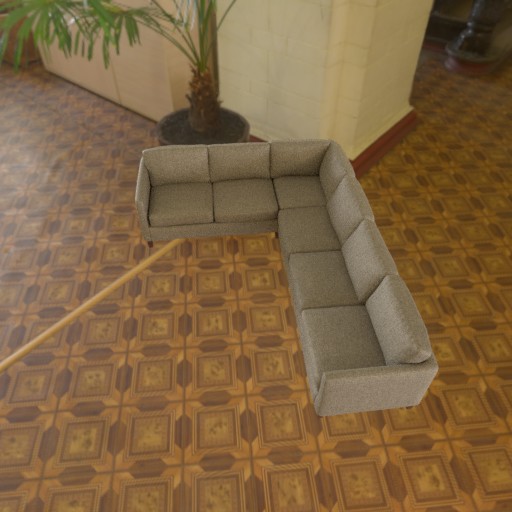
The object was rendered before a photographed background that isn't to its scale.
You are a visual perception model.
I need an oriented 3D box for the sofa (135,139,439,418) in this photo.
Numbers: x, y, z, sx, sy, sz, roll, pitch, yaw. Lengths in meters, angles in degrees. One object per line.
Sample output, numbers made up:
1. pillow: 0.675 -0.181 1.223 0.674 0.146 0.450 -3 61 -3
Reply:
1. sofa: 0.000 0.000 4.641 2.593 0.947 3.302 -4 45 -4
